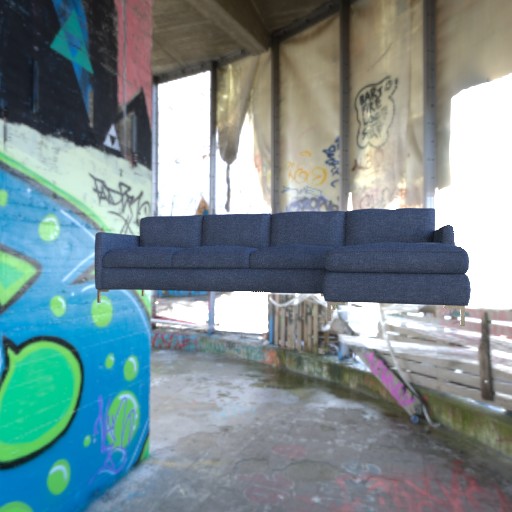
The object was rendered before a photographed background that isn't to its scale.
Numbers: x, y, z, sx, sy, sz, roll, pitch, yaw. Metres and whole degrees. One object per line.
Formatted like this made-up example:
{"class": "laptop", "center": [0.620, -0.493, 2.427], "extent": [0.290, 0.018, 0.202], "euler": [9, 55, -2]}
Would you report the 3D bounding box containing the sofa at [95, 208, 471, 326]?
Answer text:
{"class": "sofa", "center": [0.000, 0.000, 3.525], "extent": [2.932, 0.810, 1.350], "euler": [0, -1, 18]}
